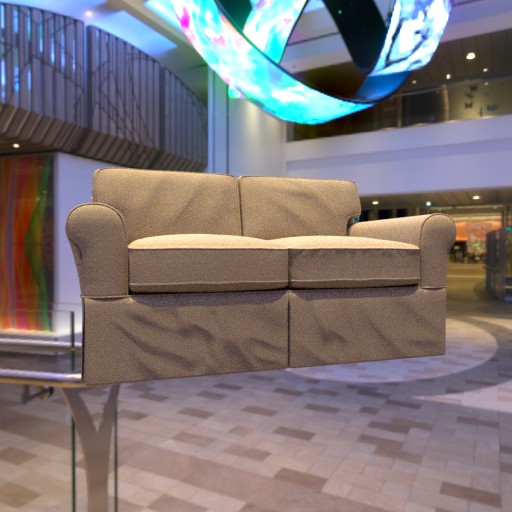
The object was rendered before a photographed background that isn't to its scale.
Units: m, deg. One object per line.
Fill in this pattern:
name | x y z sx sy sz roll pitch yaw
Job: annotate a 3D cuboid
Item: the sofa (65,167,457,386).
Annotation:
sofa | 0.000 0.000 2.282 1.727 0.940 0.991 0 1 -18
